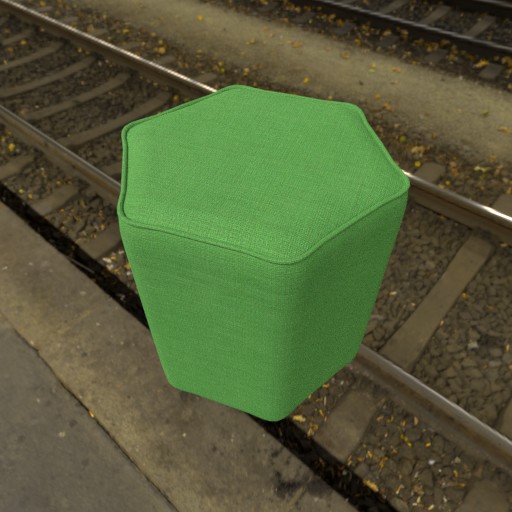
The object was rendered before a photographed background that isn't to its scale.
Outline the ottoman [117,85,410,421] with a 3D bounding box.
[{"bbox_3d":[0.000,0.000,0.895,0.499,0.507,0.444,15,48,14],"label":"ottoman"}]
